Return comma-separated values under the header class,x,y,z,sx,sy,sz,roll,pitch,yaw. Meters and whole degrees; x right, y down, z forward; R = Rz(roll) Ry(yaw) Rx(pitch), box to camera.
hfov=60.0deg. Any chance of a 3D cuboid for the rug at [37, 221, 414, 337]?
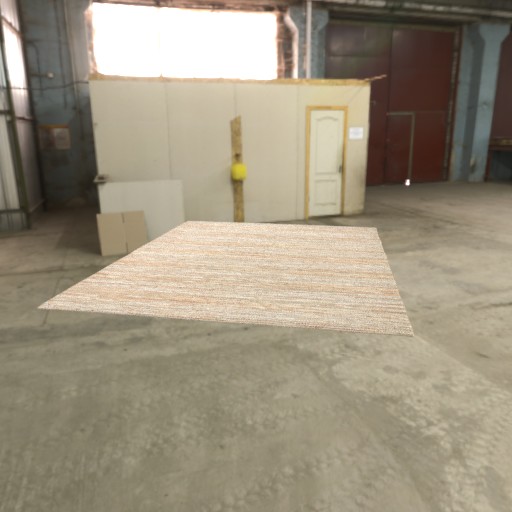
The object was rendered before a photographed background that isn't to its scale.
class,x,y,z,sx,sy,sz,roll,pitch,yaw
rug,0.000,0.000,3.980,2.313,0.009,2.939,3,16,10
